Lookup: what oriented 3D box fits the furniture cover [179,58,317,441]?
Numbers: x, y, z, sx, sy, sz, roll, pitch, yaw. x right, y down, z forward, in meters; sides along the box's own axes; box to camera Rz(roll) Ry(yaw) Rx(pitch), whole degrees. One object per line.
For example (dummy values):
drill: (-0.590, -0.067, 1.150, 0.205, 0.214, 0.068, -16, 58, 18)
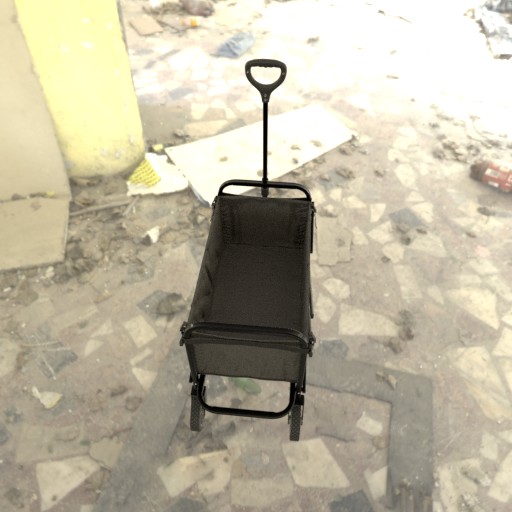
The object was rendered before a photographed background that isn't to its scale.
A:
furniture cover: (0.000, 0.000, 1.824, 0.532, 1.295, 1.038, 4, 47, 4)
